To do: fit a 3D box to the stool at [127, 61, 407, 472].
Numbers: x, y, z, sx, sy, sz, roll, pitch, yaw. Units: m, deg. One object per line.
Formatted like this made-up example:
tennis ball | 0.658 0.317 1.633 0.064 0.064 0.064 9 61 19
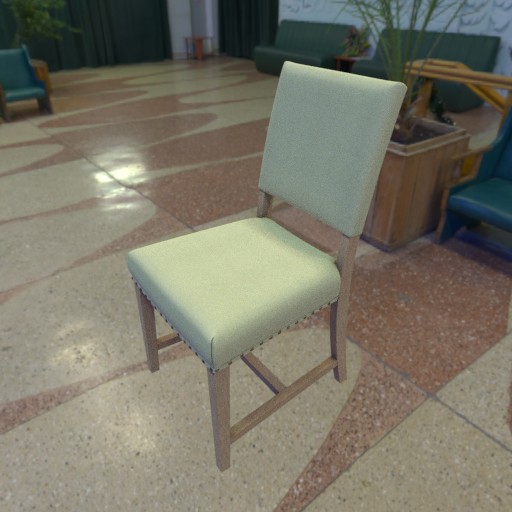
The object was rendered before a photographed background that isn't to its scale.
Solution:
stool | 0.000 0.000 1.325 0.623 0.986 0.508 -21 37 -30
